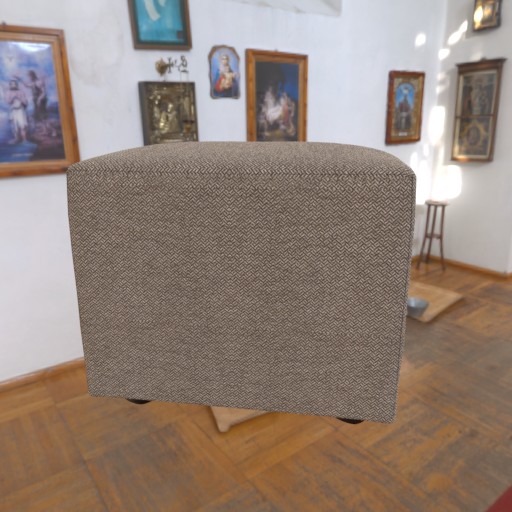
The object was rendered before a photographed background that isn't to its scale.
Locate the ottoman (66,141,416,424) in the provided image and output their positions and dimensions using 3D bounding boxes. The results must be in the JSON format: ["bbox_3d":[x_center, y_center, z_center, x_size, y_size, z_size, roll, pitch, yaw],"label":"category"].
[{"bbox_3d":[0.000,0.000,0.905,0.519,0.453,0.512,2,16,8],"label":"ottoman"}]
